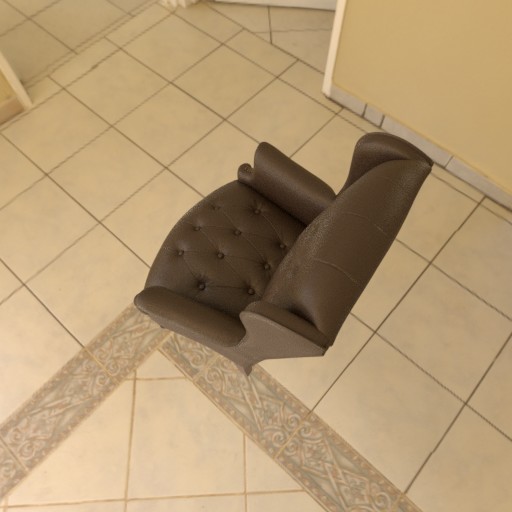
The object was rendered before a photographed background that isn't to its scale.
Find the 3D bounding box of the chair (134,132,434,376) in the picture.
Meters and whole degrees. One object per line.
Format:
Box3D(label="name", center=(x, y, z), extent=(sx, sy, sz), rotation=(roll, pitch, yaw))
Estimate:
Box3D(label="chair", center=(0.000, 0.000, 1.683), extent=(0.819, 1.132, 0.829), rotation=(30, 67, 14))
